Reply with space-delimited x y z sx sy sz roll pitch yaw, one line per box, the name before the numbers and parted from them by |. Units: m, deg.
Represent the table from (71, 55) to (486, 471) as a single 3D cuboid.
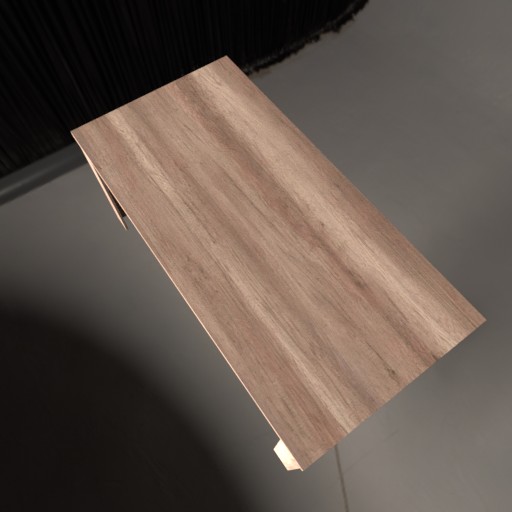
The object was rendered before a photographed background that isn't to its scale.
table | 0.000 0.000 2.270 0.900 0.790 1.800 -33 68 -15
